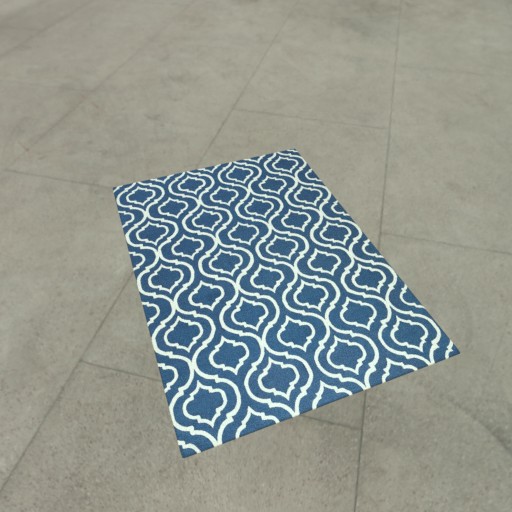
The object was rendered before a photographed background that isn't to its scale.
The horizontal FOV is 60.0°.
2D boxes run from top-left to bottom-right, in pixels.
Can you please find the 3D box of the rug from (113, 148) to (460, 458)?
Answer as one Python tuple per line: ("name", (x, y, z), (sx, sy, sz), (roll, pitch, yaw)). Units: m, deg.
("rug", (0.000, 0.000, 2.868), (1.524, 0.010, 2.134), (-15, 48, -14))
